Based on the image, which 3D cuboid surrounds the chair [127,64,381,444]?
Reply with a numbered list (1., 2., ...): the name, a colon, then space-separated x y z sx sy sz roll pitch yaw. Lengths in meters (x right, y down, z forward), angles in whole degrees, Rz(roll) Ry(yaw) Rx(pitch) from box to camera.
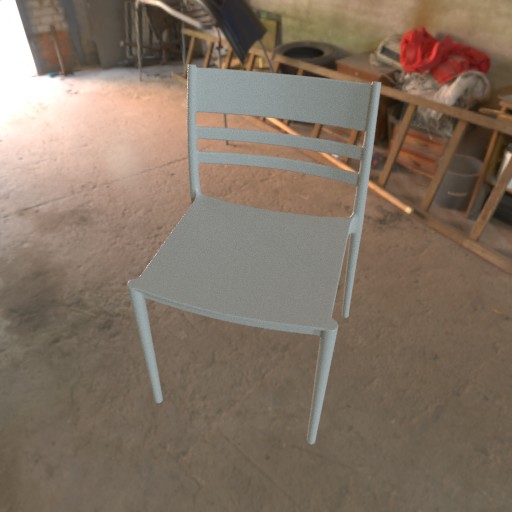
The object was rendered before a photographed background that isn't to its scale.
1. chair: 0.000 0.000 1.156 0.531 0.800 0.511 10 42 12
